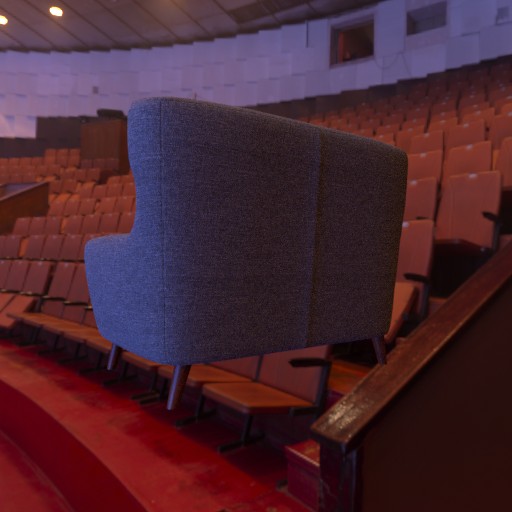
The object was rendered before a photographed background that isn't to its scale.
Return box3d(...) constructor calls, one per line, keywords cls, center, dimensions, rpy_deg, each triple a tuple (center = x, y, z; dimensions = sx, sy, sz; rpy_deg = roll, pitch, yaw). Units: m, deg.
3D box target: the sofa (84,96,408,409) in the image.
box3d(cls="sofa", center=(0.000, 0.000, 2.032), dimensions=(1.358, 1.028, 0.874), rpy_deg=(0, -1, -35))
